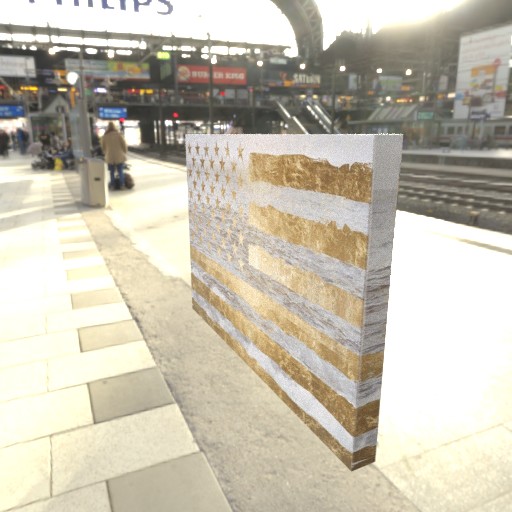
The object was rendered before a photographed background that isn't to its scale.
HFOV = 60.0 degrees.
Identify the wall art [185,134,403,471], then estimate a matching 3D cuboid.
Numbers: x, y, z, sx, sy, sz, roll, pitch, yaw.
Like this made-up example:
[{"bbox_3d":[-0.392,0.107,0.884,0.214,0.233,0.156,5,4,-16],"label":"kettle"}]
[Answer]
[{"bbox_3d":[0.000,0.000,0.770,0.041,0.407,0.606,-8,17,-26],"label":"wall art"}]
